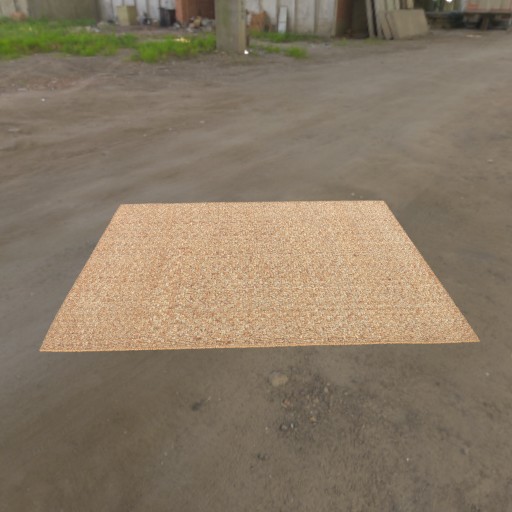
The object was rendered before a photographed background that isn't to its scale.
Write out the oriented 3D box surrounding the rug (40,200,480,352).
[{"bbox_3d":[0.000,0.000,4.067,3.048,0.013,2.439,-1,31,-2],"label":"rug"}]
